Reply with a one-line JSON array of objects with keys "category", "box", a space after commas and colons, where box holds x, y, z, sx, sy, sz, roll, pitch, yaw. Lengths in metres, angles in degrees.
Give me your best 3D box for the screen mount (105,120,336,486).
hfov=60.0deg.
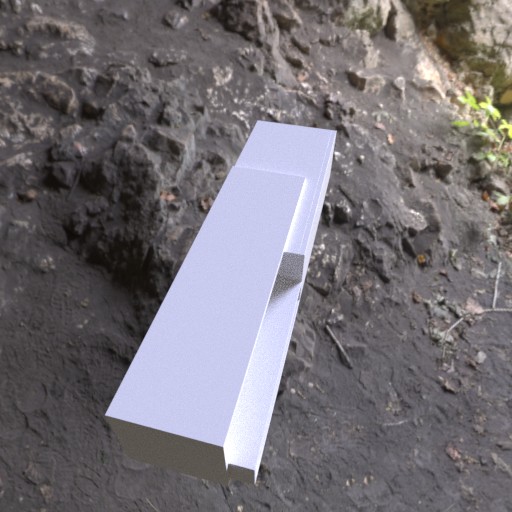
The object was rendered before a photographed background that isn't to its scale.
[{"category": "screen mount", "box": [0.000, 0.000, 1.856, 0.420, 0.320, 1.680, 11, 47, 10]}]
